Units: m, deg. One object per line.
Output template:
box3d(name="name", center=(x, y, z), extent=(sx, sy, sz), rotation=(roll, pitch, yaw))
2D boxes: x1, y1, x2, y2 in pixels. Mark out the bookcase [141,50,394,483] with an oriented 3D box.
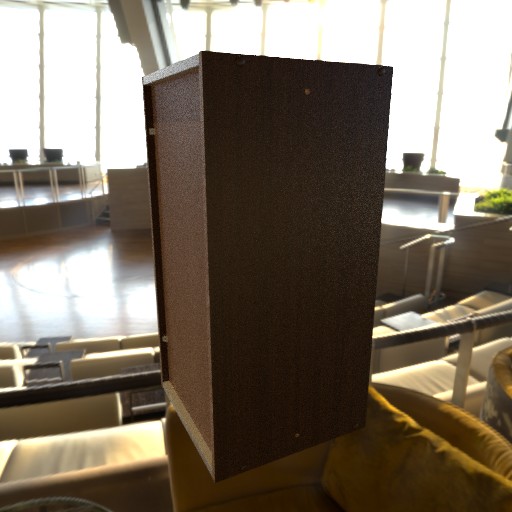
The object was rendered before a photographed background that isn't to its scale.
box3d(name="bookcase", center=(0.000, 0.000, 0.777), extent=(0.290, 0.600, 0.300), rotation=(-8, 18, -26))
